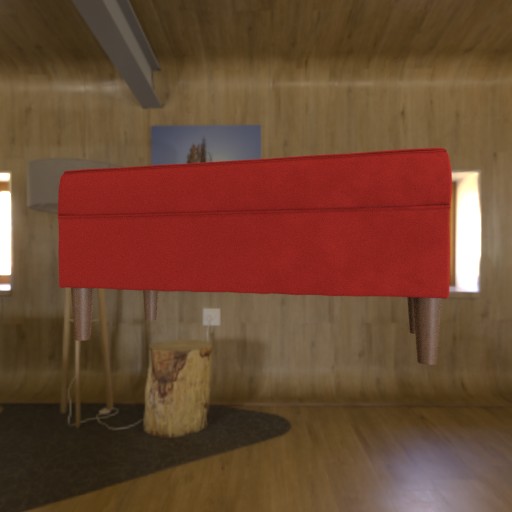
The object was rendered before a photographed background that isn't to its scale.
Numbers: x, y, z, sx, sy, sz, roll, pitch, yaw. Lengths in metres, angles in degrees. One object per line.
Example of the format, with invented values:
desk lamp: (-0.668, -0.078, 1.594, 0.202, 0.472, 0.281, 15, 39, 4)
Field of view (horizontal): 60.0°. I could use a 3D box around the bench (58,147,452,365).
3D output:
bench: (0.000, 0.000, 1.301, 1.016, 0.471, 0.492, 0, 1, 17)
